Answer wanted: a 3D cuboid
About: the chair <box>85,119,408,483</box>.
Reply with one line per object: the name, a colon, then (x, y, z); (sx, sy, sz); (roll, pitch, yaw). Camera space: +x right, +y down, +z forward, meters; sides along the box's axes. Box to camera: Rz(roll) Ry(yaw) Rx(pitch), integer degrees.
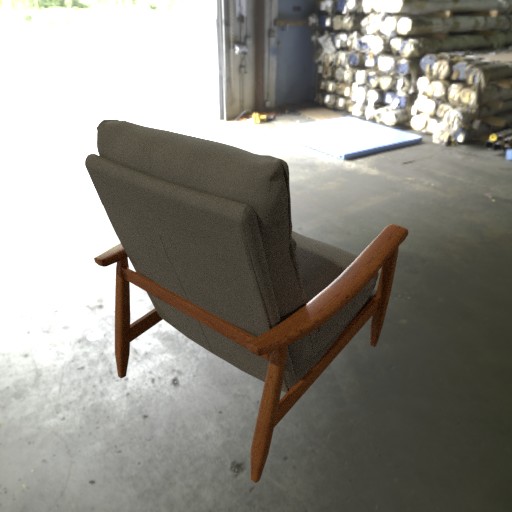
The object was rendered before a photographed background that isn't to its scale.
chair: (0.000, 0.000, 1.503); (0.782, 0.922, 0.816); (22, 37, 33)
